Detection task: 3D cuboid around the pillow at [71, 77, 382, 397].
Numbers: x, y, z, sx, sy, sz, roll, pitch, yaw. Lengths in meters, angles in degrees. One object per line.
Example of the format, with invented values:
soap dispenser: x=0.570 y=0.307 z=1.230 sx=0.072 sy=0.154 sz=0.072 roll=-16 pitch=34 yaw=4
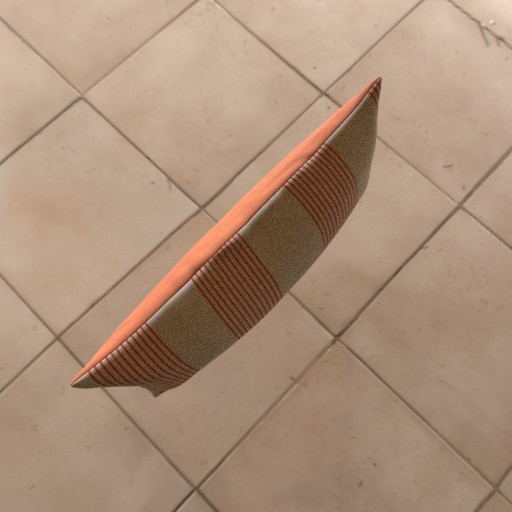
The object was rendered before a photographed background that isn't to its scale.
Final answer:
pillow: x=0.000 y=0.000 z=0.738 sx=0.156 sy=0.292 sz=0.608 roll=43 pitch=80 yaw=9
